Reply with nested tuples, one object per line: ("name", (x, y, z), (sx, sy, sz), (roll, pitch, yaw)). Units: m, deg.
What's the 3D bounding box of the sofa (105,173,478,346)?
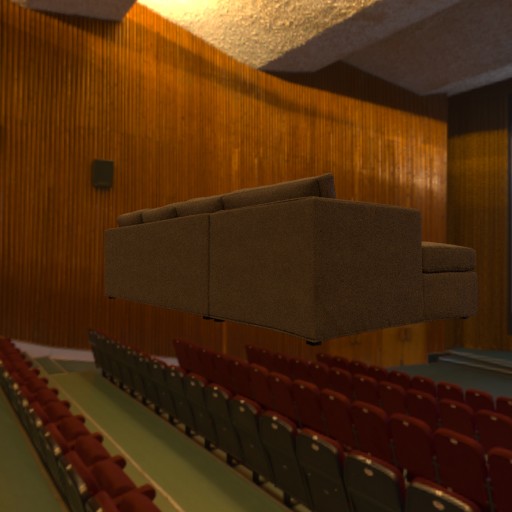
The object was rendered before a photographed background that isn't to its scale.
("sofa", (0.000, 0.000, 3.920), (1.650, 0.922, 3.205), (0, 0, -37))
